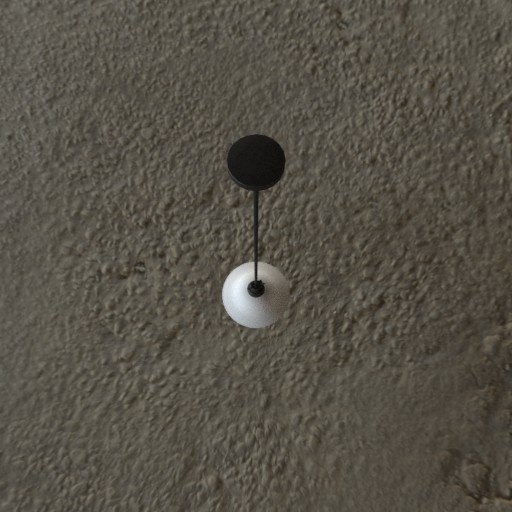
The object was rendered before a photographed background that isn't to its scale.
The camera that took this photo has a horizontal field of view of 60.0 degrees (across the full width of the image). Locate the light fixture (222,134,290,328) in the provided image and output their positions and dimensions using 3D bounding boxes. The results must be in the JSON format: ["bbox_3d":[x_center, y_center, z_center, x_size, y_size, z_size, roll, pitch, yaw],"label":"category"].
[{"bbox_3d":[0.000,0.000,1.491,0.324,1.337,0.324,-18,75,-5],"label":"light fixture"}]
